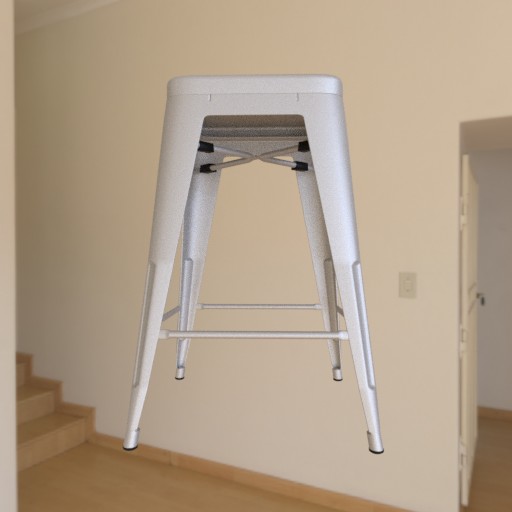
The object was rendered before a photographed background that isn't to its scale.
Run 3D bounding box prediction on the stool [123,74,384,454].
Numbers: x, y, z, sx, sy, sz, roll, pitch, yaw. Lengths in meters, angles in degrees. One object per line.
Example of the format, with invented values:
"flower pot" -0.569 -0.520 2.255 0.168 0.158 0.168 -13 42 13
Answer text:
"stool" 0.000 0.000 0.887 0.410 0.608 0.410 0 0 2
